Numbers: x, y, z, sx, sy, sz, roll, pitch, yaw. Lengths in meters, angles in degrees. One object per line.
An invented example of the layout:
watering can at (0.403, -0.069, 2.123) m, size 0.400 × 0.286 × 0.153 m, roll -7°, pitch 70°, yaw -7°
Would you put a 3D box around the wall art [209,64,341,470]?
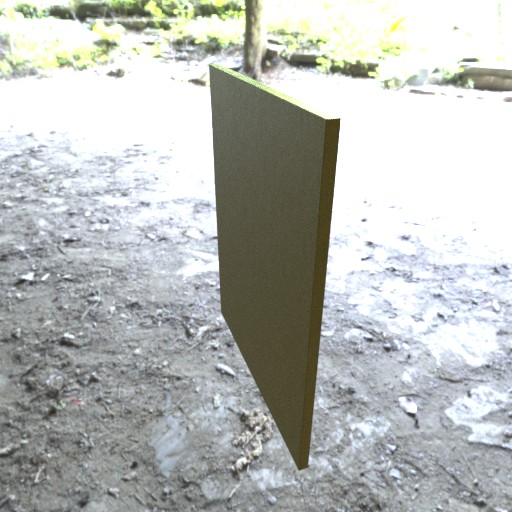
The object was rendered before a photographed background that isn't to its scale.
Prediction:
wall art at (0.000, 0.000, 1.363) m, size 0.030 × 1.002 × 0.798 m, roll -11°, pitch 32°, yaw -17°
